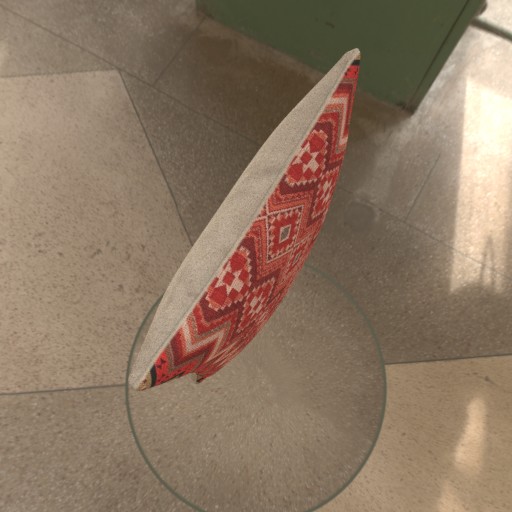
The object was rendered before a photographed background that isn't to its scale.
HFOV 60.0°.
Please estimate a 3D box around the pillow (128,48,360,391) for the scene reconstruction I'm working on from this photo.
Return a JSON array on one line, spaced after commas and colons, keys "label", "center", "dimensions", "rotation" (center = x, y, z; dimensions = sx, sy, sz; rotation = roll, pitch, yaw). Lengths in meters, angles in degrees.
[{"label": "pillow", "center": [0.000, 0.000, 0.780], "dimensions": [0.158, 0.511, 0.513], "rotation": [31, 77, 8]}]
